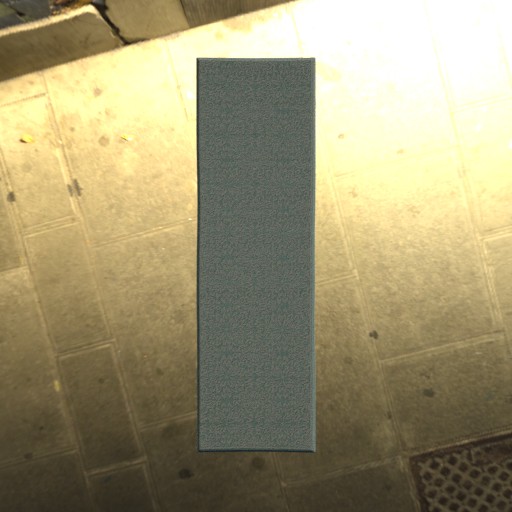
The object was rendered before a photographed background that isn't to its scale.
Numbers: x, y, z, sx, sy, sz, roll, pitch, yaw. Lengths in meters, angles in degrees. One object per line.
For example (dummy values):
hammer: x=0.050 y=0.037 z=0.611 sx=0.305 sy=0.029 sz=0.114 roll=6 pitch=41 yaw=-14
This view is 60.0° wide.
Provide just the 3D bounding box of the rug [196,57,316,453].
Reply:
rug: x=0.000 y=0.000 z=2.461 sx=0.662 sy=0.011 sz=2.196 roll=0 pitch=91 yaw=0
